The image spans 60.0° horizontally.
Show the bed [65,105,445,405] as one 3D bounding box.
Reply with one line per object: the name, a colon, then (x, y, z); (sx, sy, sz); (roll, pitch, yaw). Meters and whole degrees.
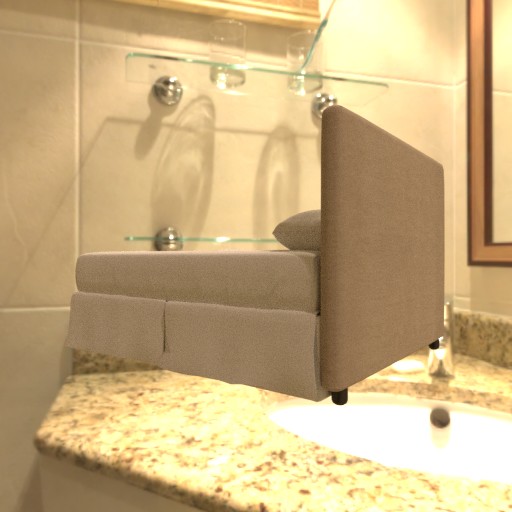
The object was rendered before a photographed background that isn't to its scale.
bed: (0.000, 0.000, 3.165); (2.162, 1.330, 1.713); (0, 0, 37)
